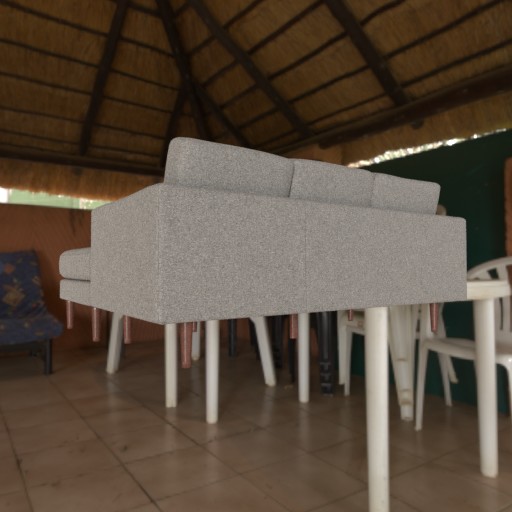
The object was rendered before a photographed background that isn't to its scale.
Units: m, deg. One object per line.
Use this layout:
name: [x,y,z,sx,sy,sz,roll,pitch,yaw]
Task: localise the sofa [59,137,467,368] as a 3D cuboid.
sofa: [0.000,0.000,2.853,2.055,0.957,1.667,1,-2,-35]
